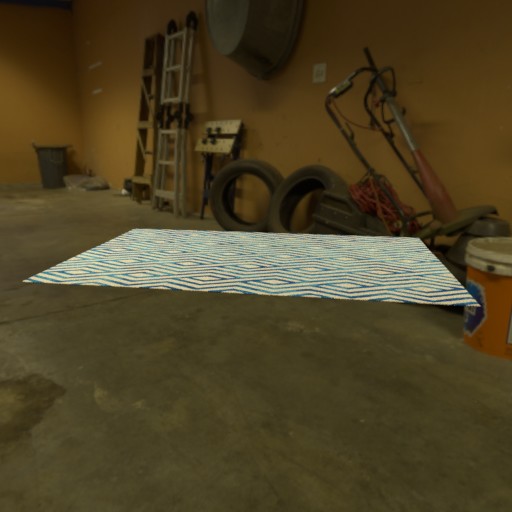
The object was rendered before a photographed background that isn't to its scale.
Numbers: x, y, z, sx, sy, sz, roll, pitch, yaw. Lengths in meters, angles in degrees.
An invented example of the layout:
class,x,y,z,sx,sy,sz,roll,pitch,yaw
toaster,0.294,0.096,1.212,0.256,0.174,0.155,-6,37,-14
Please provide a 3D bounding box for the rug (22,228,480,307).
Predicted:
class,x,y,z,sx,sy,sz,roll,pitch,yaw
rug,0.000,0.000,3.057,2.439,0.008,1.531,2,15,9
